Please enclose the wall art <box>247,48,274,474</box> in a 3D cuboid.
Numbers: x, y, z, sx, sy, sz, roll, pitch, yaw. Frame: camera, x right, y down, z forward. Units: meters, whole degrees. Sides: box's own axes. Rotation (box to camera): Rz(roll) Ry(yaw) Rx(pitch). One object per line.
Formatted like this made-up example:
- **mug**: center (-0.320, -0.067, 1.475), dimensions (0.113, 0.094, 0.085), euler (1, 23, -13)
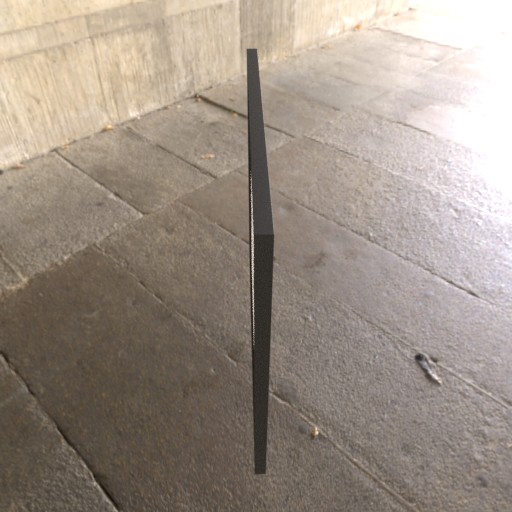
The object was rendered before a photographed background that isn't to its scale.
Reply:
- **wall art**: center (0.000, 0.000, 0.523), dimensions (0.013, 0.356, 0.356), euler (-1, 42, -1)
